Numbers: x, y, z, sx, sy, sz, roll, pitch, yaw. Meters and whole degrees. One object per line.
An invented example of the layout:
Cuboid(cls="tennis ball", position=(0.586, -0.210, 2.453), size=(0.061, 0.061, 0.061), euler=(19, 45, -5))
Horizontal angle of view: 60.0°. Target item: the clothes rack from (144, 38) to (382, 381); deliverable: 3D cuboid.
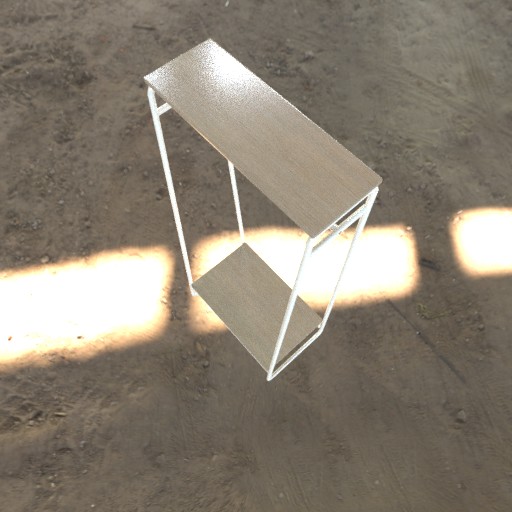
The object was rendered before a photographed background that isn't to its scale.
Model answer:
Cuboid(cls="clothes rack", position=(0.000, 0.000, 1.783), size=(0.400, 1.512, 0.640), euler=(-39, 70, -17))
